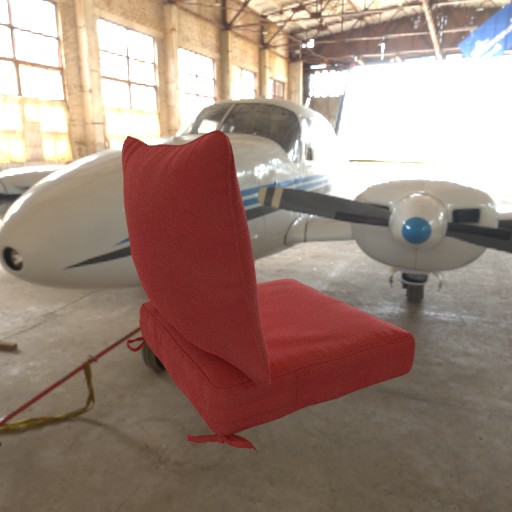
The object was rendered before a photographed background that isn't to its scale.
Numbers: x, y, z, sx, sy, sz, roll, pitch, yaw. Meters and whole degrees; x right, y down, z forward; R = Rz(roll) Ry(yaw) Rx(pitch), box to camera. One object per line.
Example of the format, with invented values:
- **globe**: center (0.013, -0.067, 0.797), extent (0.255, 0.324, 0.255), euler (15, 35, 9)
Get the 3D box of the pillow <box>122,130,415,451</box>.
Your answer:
- **pillow**: center (0.000, 0.000, 1.371), extent (0.733, 0.725, 0.798), euler (-8, 16, -28)
